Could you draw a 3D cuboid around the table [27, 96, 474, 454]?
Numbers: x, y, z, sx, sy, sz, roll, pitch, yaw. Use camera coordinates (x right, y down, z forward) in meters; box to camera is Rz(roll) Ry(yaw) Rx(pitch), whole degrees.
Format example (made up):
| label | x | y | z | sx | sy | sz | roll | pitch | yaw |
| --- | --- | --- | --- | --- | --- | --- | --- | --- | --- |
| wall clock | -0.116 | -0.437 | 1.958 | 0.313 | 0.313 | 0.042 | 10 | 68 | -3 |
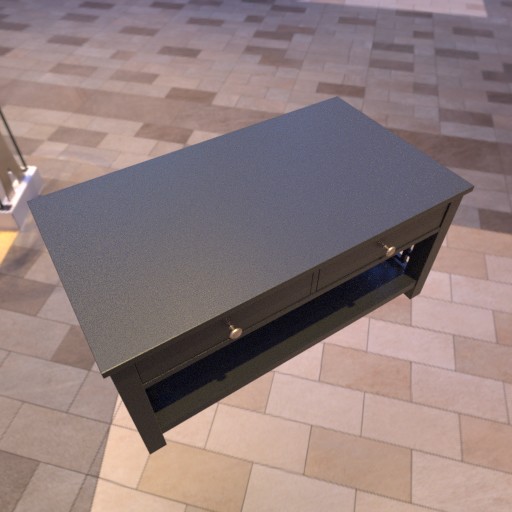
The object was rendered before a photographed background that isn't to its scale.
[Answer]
| label | x | y | z | sx | sy | sz | roll | pitch | yaw |
| --- | --- | --- | --- | --- | --- | --- | --- | --- | --- |
| table | 0.000 | 0.000 | 1.387 | 1.068 | 0.493 | 0.612 | -25 | 52 | -21 |
